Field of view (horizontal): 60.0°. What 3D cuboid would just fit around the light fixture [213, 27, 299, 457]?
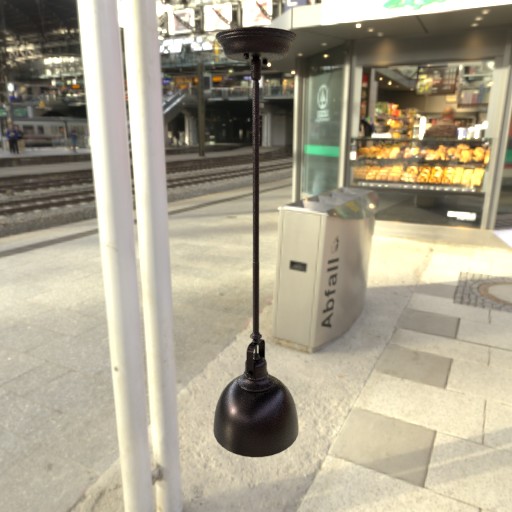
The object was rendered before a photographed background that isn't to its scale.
[{"bbox_3d":[0.000,0.000,0.849,0.182,0.768,0.182,7,17,25],"label":"light fixture"}]
